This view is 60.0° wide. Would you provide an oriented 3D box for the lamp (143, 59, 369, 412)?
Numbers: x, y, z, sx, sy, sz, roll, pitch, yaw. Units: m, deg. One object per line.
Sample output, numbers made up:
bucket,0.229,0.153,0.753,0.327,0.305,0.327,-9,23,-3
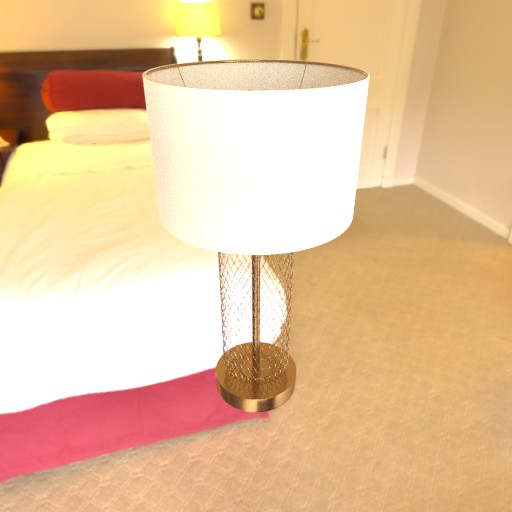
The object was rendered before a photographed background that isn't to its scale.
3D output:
lamp,0.000,0.000,0.623,0.252,0.483,0.252,19,35,29
